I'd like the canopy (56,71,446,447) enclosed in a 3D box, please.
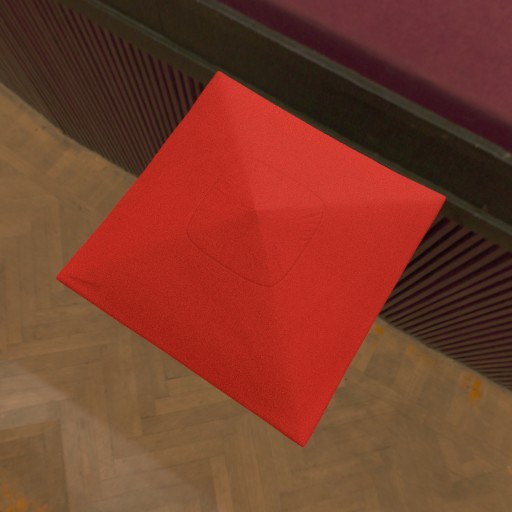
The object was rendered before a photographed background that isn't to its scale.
[{"bbox_3d":[0.000,0.000,5.363,2.998,2.997,2.996,32,77,8],"label":"canopy"}]
